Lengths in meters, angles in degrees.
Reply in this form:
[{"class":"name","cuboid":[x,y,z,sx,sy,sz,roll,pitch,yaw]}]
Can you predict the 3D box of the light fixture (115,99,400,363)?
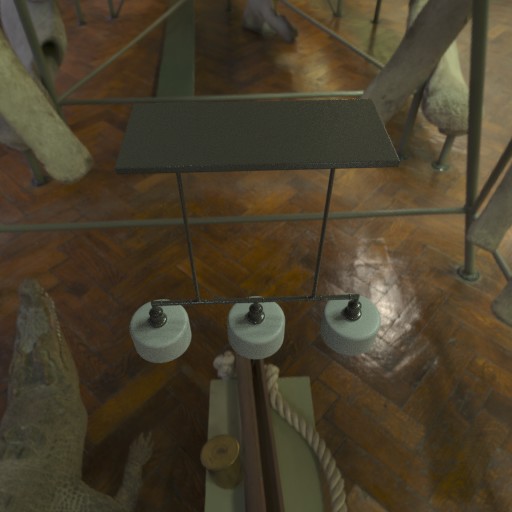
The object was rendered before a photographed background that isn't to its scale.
[{"class":"light fixture","cuboid":[0.000,0.000,0.872,0.582,0.557,0.177,-2,47,-2]}]
